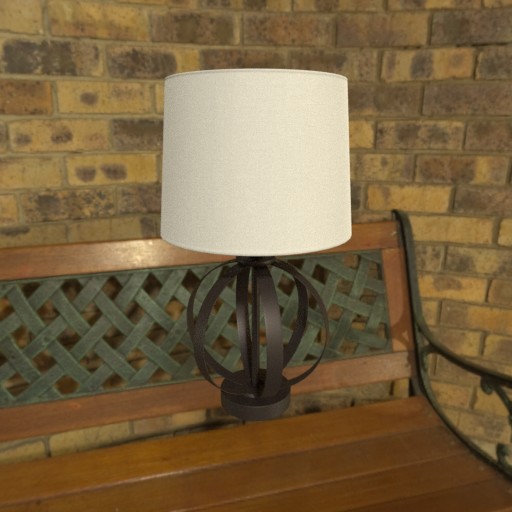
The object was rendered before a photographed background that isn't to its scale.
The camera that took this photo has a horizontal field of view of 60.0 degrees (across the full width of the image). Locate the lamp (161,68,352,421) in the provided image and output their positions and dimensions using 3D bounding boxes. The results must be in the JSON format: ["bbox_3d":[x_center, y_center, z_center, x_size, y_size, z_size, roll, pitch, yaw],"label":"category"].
[{"bbox_3d":[0.000,0.000,0.691,0.286,0.510,0.286,0,16,0],"label":"lamp"}]
